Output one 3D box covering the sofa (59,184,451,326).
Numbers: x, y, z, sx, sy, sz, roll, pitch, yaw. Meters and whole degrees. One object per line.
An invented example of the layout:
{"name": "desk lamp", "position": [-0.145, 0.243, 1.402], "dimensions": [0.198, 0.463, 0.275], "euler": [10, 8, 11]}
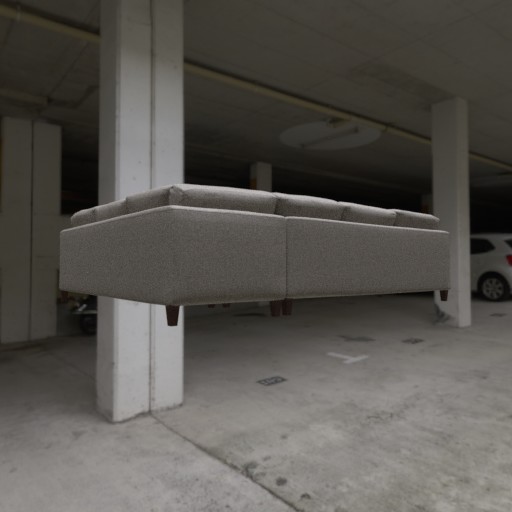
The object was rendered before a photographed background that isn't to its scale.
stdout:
{"name": "sofa", "position": [0.000, 0.000, 4.660], "dimensions": [3.302, 0.947, 2.593], "euler": [1, -2, -38]}
